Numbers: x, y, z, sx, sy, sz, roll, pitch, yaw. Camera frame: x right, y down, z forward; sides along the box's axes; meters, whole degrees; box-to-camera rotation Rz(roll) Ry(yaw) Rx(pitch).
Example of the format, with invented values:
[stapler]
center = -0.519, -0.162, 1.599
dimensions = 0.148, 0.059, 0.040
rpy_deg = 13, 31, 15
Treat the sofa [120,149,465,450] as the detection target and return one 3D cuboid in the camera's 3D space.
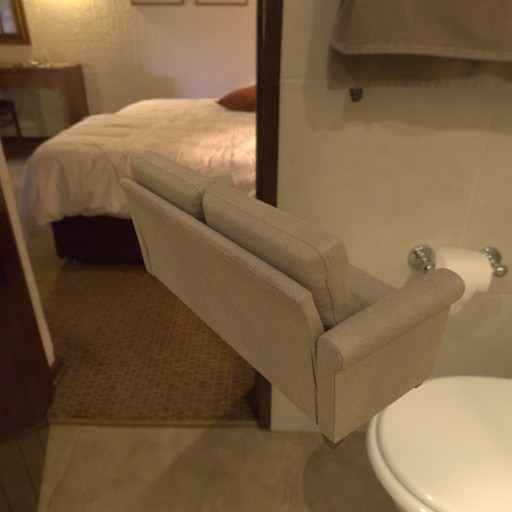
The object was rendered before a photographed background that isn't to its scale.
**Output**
[sofa]
center = 0.000, 0.000, 2.443
dimensions = 0.842, 0.942, 1.935
rpy_deg = -19, 33, -32
